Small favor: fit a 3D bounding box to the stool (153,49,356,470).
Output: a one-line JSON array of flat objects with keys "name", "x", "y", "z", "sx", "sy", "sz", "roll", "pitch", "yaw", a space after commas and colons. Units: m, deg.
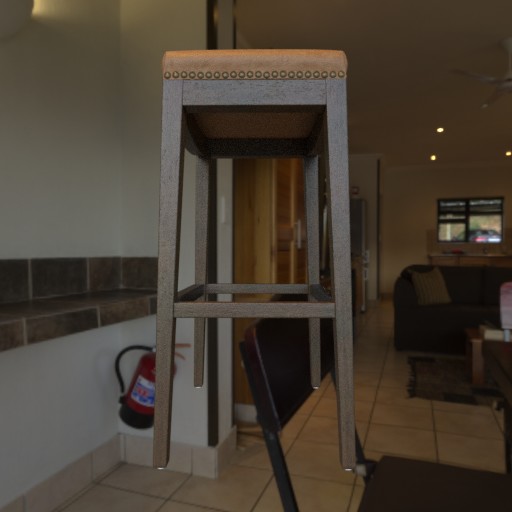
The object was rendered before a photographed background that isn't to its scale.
[{"name": "stool", "x": 0.000, "y": 0.000, "z": 1.032, "sx": 0.361, "sy": 0.759, "sz": 0.500, "roll": 0, "pitch": 1, "yaw": 1}]
